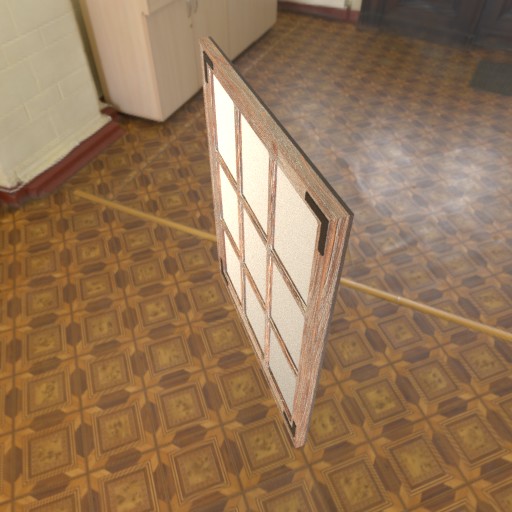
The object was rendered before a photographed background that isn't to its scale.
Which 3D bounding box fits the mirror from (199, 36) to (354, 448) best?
[{"bbox_3d":[0.000,0.000,1.201,0.032,0.882,0.730,-15,48,-14],"label":"mirror"}]
